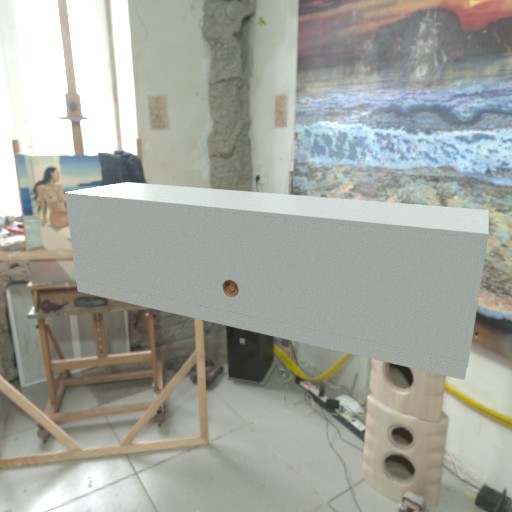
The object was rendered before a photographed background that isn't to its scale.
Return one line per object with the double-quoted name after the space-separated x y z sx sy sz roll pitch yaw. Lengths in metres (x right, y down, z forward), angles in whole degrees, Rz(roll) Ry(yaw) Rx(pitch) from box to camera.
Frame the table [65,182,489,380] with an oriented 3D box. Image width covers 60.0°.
0.000 0.000 1.716 1.550 0.440 0.400 8 19 25 "table"
